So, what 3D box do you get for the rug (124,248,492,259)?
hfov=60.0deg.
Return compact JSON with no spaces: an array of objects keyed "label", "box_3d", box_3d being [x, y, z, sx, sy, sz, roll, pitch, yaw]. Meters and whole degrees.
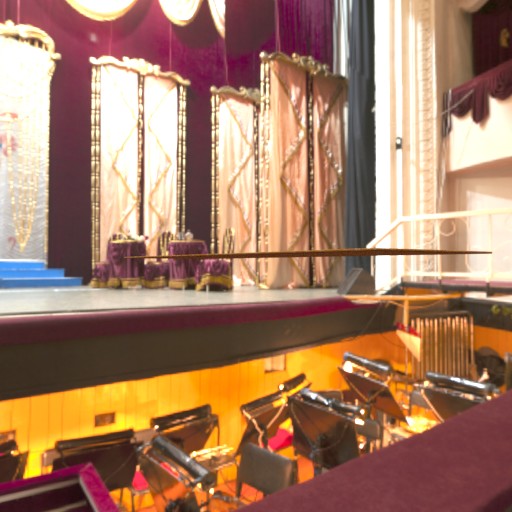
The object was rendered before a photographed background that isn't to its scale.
[{"label":"rug","box_3d":[0.000,0.000,2.669,0.775,0.010,2.438,1,-1,-36]}]
